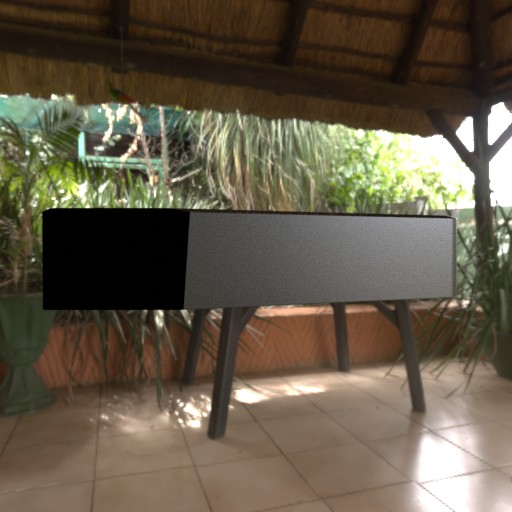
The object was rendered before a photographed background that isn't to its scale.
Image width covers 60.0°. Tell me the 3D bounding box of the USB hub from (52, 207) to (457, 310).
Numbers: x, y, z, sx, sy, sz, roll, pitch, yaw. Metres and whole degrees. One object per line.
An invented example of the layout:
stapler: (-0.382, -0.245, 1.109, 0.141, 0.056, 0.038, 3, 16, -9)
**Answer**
USB hub: (0.000, 0.000, 0.129, 0.110, 0.023, 0.044, 0, 1, -19)
